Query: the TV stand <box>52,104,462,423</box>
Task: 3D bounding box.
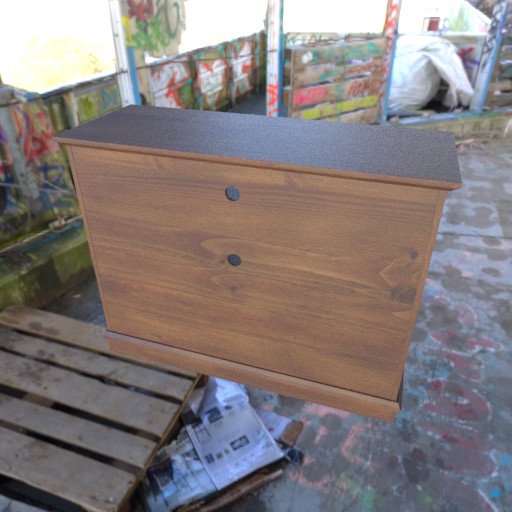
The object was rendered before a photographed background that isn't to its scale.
[{"bbox_3d":[0.000,0.000,1.471,1.067,0.813,0.406,10,33,16],"label":"TV stand"}]
